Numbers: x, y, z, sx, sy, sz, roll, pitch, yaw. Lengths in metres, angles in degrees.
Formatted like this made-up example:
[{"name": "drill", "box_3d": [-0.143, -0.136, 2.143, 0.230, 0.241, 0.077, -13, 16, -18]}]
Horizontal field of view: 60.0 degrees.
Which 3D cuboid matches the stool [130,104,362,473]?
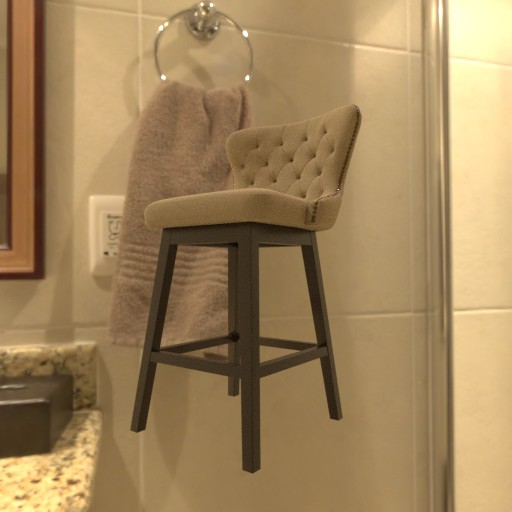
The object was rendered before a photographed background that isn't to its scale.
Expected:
[{"name": "stool", "box_3d": [0.000, 0.000, 1.346, 0.528, 0.971, 0.593, -1, -2, 37]}]
